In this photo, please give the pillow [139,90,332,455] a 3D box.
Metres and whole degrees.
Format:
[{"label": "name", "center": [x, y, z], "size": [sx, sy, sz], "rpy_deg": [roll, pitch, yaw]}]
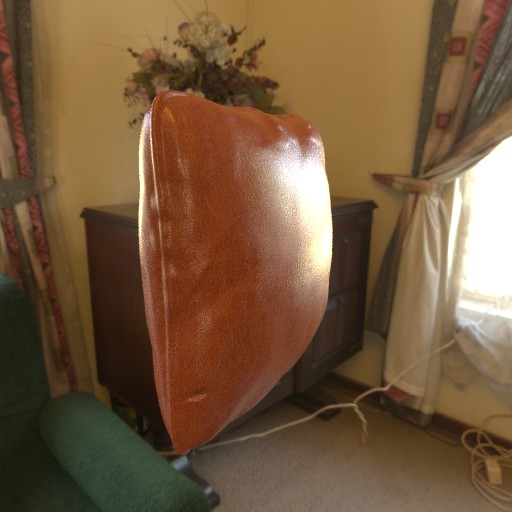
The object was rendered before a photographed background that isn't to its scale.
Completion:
[{"label": "pillow", "center": [0.000, 0.000, 0.810], "size": [0.236, 0.523, 0.532], "rpy_deg": [7, 15, 26]}]
